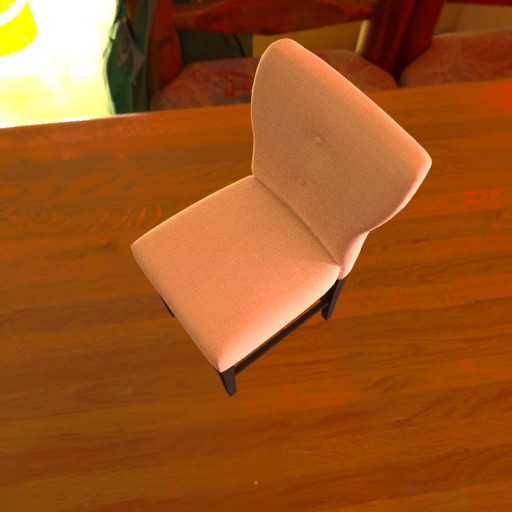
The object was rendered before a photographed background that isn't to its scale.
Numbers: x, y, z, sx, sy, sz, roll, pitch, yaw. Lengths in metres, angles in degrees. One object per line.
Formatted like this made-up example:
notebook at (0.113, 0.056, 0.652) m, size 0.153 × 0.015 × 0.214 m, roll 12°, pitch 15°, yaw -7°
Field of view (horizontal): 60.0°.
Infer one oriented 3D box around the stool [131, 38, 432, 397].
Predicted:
stool at (0.000, 0.000, 1.353) m, size 0.603 × 0.972 × 0.514 m, roll -35°, pitch 68°, yaw -16°
